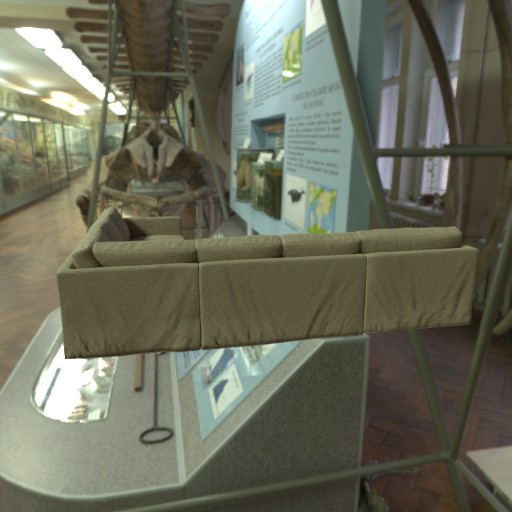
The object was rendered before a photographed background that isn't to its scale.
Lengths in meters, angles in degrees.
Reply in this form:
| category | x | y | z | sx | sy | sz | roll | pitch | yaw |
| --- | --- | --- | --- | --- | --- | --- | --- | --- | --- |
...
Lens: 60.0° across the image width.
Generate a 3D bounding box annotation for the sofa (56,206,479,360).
| category | x | y | z | sx | sy | sz | roll | pitch | yaw |
| --- | --- | --- | --- | --- | --- | --- | --- | --- | --- |
| sofa | 0.000 | 0.000 | 4.707 | 3.528 | 0.878 | 2.476 | -3 | 14 | -12 |
